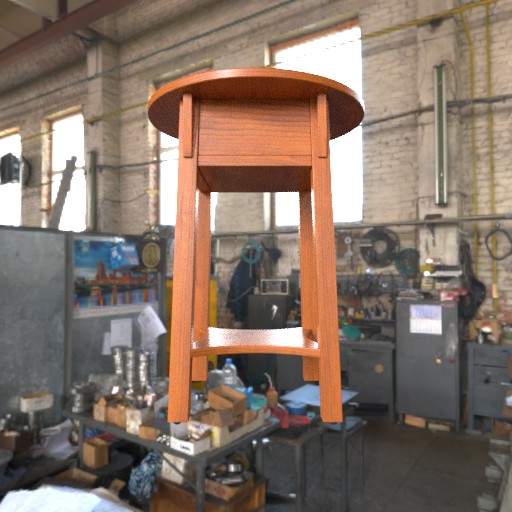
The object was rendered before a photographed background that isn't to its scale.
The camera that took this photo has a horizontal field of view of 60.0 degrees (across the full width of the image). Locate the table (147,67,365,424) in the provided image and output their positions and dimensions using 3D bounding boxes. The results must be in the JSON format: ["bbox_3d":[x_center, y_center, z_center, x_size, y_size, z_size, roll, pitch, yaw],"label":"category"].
[{"bbox_3d":[0.000,0.000,0.951,0.457,0.610,0.457,0,-2,0],"label":"table"}]
